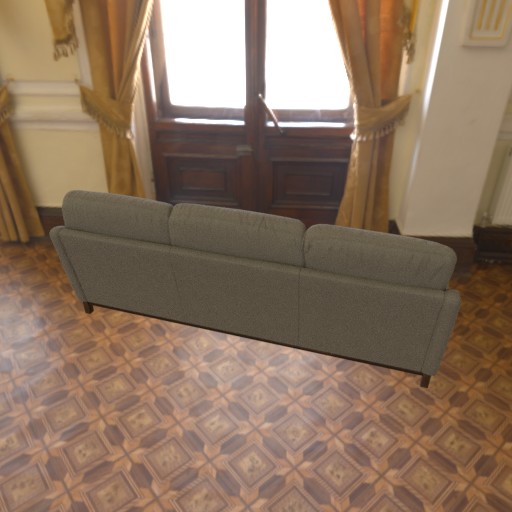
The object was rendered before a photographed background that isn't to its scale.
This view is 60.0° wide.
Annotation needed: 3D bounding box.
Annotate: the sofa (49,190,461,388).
[{"bbox_3d":[0.000,0.000,2.882,2.344,0.926,0.987,9,32,15],"label":"sofa"}]
